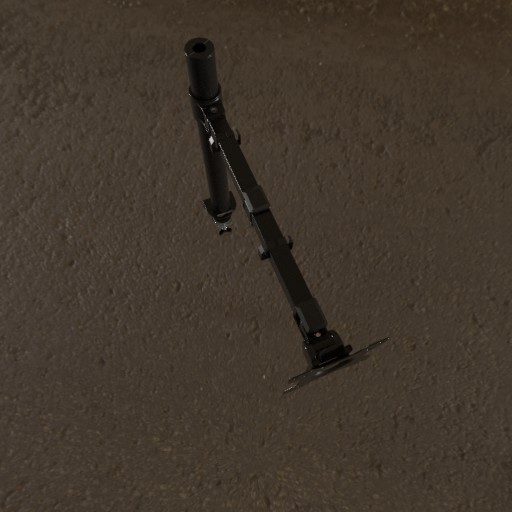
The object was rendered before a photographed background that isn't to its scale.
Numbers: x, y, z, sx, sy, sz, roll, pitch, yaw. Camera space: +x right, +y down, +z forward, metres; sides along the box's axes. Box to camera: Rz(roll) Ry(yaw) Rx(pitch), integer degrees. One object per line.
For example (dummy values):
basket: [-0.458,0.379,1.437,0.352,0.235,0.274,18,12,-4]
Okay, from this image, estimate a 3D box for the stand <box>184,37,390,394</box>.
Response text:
stand: [0.000,0.000,0.731,0.115,0.510,0.456,-20,67,-9]
